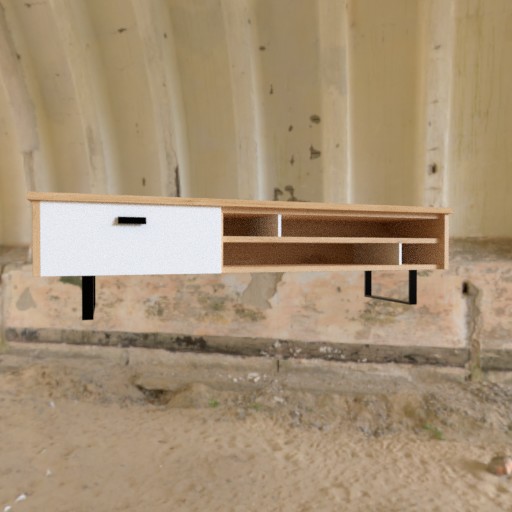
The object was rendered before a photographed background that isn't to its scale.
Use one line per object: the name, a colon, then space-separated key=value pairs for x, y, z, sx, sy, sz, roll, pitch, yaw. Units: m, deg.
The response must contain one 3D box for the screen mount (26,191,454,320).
screen mount: x=0.000 y=0.000 z=1.903 sx=1.700 sy=0.430 sz=0.450 roll=0 pitch=1 yaw=-19
